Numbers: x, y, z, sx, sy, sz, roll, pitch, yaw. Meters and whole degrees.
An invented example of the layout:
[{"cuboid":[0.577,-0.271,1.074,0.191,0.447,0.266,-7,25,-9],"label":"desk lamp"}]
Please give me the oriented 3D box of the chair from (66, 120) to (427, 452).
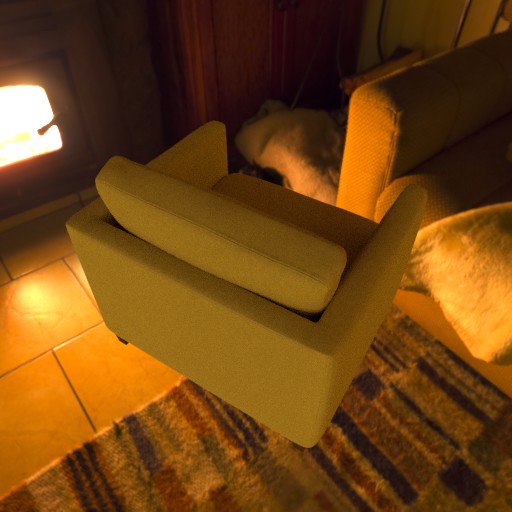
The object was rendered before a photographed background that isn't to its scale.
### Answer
[{"cuboid":[0.000,0.000,1.880,1.107,0.961,0.959,24,50,22],"label":"chair"}]
